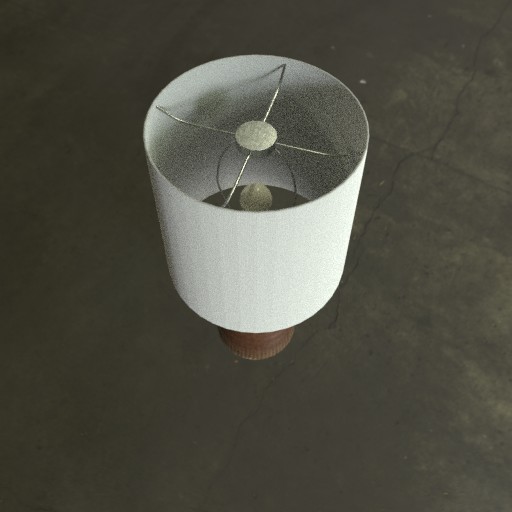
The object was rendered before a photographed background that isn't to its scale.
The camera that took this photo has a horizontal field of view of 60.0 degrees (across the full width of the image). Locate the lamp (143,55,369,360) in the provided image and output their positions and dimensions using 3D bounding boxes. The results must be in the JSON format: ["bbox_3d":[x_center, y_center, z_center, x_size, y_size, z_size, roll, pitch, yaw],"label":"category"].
[{"bbox_3d":[0.000,0.000,0.480,0.186,0.369,0.186,0,58,0],"label":"lamp"}]
